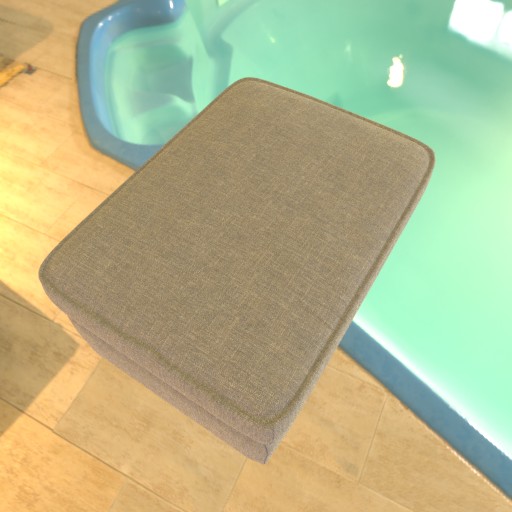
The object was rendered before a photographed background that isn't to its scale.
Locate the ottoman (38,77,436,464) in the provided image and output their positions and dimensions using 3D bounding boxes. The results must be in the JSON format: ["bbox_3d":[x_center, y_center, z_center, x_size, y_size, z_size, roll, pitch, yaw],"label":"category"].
[{"bbox_3d":[0.000,0.000,1.077,0.559,0.457,0.762,28,61,17],"label":"ottoman"}]
